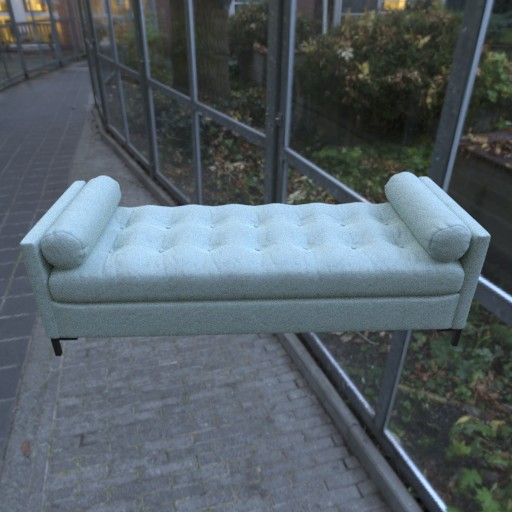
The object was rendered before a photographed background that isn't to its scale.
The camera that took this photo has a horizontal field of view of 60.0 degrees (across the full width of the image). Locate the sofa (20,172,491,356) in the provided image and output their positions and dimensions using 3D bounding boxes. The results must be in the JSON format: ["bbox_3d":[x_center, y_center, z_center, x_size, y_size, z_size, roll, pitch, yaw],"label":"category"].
[{"bbox_3d":[0.000,0.000,2.409,2.102,0.705,0.796,-1,30,-2],"label":"sofa"}]
